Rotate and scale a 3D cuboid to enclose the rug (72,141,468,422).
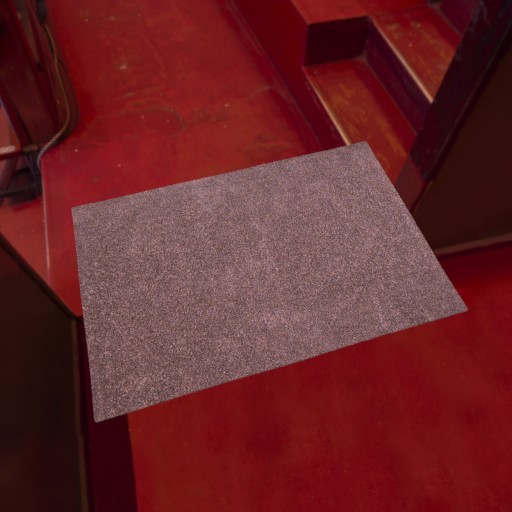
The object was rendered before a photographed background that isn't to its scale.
[{"bbox_3d":[0.000,0.000,3.492,2.699,0.026,1.802,-15,60,-9],"label":"rug"}]
